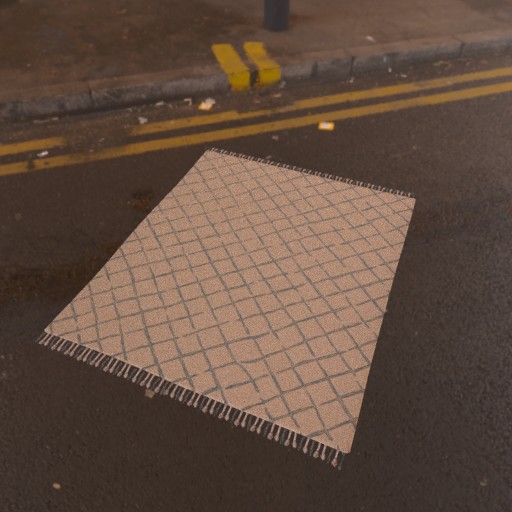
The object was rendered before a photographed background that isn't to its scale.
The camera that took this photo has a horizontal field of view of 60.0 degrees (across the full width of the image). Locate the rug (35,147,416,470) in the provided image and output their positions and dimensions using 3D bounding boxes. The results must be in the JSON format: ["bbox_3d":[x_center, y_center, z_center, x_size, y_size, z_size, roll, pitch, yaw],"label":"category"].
[{"bbox_3d":[0.000,0.000,4.790,2.892,0.036,3.585,16,48,16],"label":"rug"}]
